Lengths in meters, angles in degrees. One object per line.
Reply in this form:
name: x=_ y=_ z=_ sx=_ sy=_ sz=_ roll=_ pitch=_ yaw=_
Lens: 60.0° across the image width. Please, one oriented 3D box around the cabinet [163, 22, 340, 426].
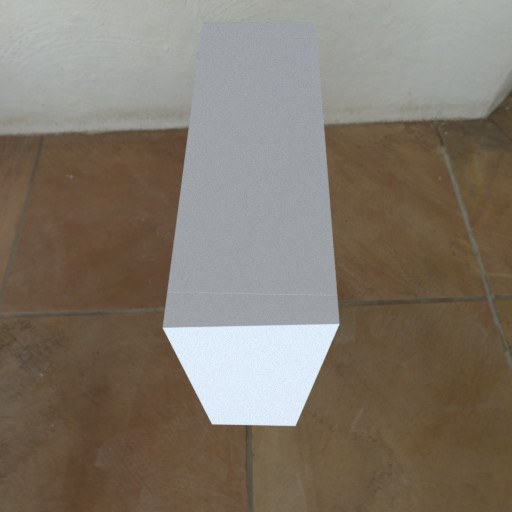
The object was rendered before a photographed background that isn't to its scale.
cabinet: x=0.000 y=0.000 z=1.611 sx=0.348 sy=1.150 sz=0.990 roll=1 pitch=60 yaw=1
